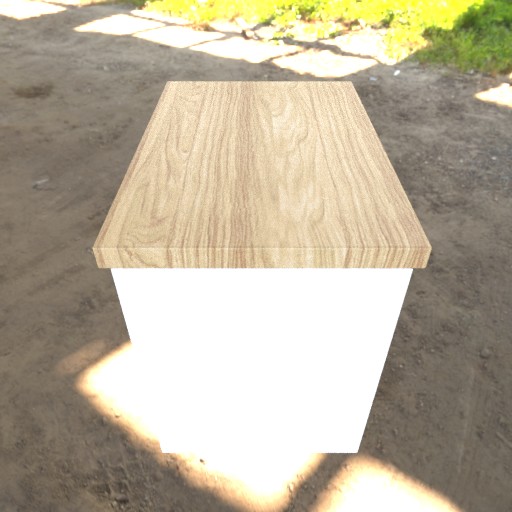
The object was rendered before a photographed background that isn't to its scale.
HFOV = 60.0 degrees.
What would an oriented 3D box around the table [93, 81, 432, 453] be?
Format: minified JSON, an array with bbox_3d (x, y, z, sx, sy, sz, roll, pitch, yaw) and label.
[{"bbox_3d":[0.000,0.000,0.783,0.360,0.440,0.500,0,40,0],"label":"table"}]
